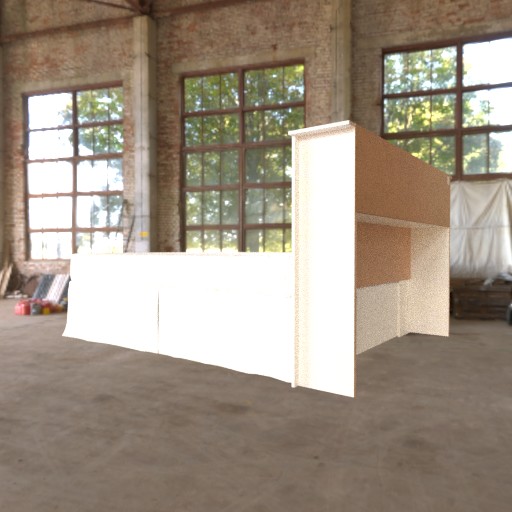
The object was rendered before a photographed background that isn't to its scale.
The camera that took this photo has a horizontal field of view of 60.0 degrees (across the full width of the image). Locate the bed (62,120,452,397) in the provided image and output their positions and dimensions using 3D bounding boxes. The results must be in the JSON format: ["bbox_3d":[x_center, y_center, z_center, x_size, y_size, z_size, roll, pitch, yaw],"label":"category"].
[{"bbox_3d":[0.000,0.000,3.027,2.133,1.092,1.671,1,1,36],"label":"bed"}]
